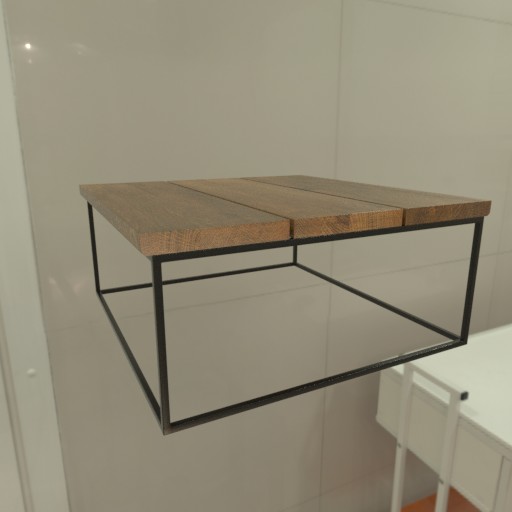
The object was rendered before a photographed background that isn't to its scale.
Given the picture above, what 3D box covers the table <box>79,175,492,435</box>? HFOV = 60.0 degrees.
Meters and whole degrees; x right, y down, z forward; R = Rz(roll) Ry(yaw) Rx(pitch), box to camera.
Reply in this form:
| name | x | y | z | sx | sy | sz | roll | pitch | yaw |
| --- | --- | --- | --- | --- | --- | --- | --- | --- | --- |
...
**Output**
| name | x | y | z | sx | sy | sz | roll | pitch | yaw |
| --- | --- | --- | --- | --- | --- | --- | --- | --- | --- |
| table | 0.000 | 0.000 | 1.379 | 0.900 | 0.400 | 0.900 | -8 | 17 | -26 |
